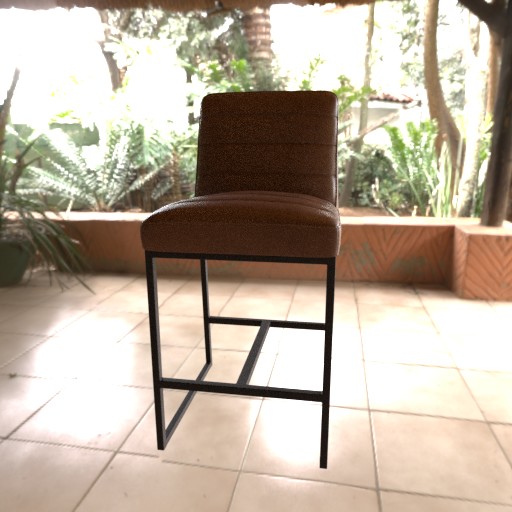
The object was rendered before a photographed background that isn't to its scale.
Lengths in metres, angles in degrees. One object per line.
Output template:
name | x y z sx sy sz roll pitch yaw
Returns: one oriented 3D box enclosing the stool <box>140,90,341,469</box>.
stool | 0.000 0.000 1.257 0.458 0.940 0.556 2 13 9
